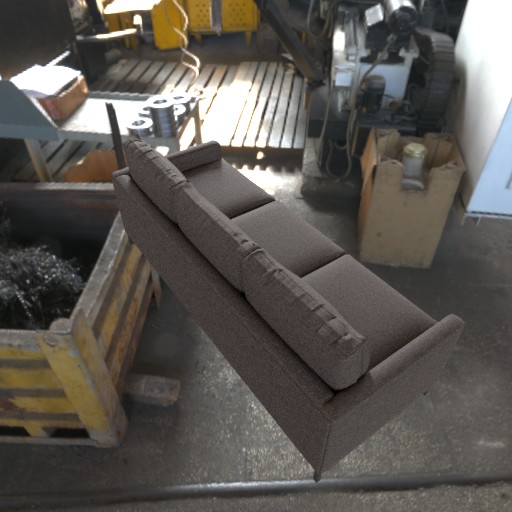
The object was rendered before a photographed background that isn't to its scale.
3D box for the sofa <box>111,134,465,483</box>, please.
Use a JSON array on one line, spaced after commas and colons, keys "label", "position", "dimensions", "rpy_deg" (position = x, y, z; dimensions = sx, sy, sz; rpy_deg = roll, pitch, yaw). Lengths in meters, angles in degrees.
[{"label": "sofa", "position": [0.000, 0.000, 2.666], "dimensions": [0.876, 0.882, 2.253], "rpy_deg": [-25, 48, -26]}]
